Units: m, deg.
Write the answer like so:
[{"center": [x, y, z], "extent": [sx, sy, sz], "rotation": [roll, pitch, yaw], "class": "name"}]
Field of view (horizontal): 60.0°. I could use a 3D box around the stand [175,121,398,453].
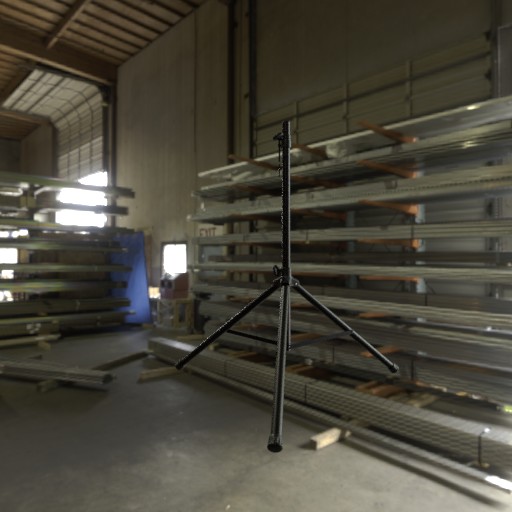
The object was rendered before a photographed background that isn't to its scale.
[{"center": [0.000, 0.000, 2.768], "extent": [1.339, 1.595, 1.596], "rotation": [0, -1, 35], "class": "stand"}]
